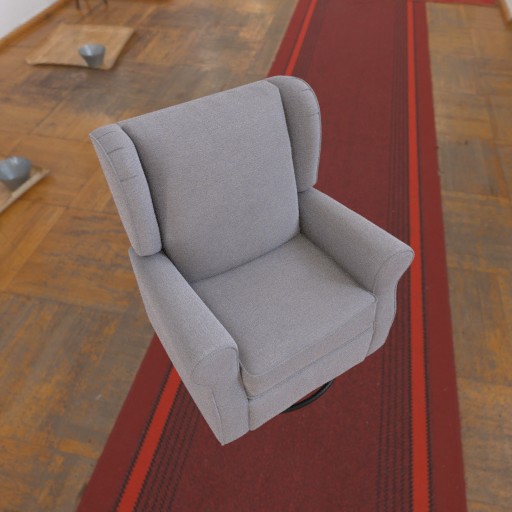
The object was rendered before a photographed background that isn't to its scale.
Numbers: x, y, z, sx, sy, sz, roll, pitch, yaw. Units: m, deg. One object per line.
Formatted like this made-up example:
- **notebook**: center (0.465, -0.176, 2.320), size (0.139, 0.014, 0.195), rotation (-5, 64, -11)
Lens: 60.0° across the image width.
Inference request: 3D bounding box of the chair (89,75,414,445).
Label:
- **chair**: center (0.000, 0.000, 1.685), size (0.906, 0.966, 0.854), rotation (-25, 52, -22)
